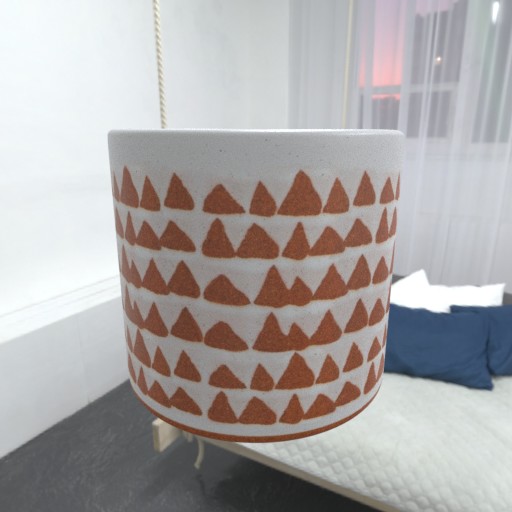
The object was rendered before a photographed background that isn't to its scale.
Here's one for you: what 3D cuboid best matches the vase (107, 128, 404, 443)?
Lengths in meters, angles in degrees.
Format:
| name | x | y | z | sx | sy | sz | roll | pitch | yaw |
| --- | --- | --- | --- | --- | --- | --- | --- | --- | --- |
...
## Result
| name | x | y | z | sx | sy | sz | roll | pitch | yaw |
| --- | --- | --- | --- | --- | --- | --- | --- | --- | --- |
| vase | 0.000 | 0.000 | 0.231 | 0.137 | 0.127 | 0.137 | 0 | 16 | 0 |
